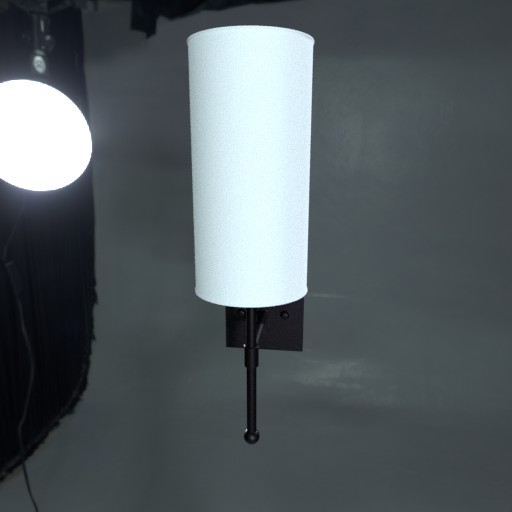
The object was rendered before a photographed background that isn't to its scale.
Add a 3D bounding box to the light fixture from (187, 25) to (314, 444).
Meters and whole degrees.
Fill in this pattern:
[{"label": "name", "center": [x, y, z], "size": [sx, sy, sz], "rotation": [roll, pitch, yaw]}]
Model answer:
[{"label": "light fixture", "center": [0.000, 0.000, 0.540], "size": [0.128, 0.462, 0.208], "rotation": [2, 13, 8]}]
